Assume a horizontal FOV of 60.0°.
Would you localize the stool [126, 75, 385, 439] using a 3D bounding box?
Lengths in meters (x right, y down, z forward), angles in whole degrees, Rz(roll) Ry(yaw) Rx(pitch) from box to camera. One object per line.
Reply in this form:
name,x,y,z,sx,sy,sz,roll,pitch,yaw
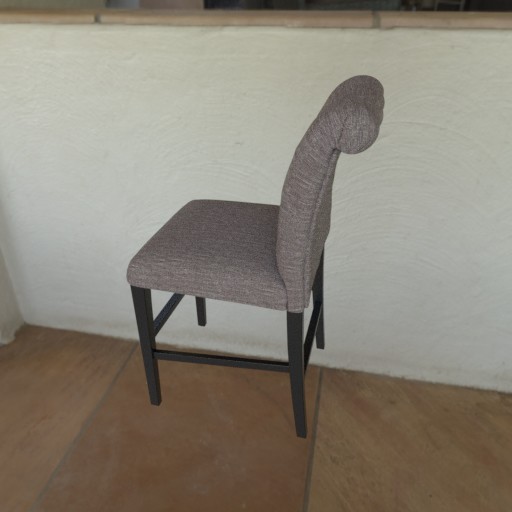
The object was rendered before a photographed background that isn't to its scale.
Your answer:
stool,0.000,0.000,1.312,0.611,0.970,0.457,8,31,13
